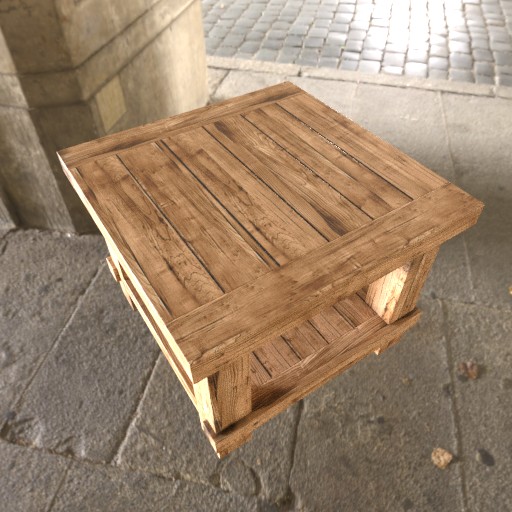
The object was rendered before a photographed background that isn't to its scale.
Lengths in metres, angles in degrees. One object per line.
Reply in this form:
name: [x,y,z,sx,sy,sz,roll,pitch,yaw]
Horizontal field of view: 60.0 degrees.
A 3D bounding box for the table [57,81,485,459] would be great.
table: [0.000,0.000,1.041,0.610,0.457,0.610,-25,51,-22]
